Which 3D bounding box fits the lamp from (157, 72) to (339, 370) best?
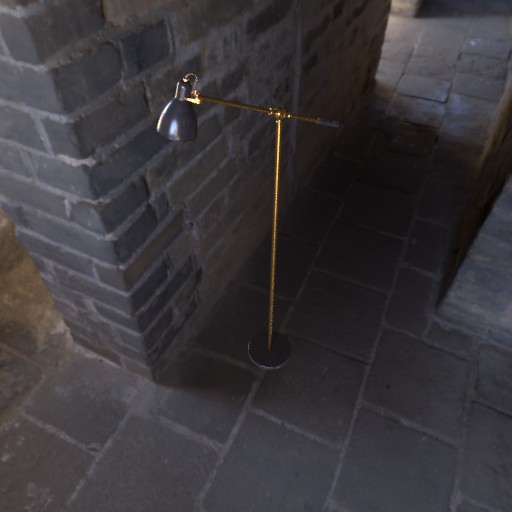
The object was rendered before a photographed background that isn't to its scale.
[{"bbox_3d":[0.000,0.000,1.851,0.618,1.628,0.235,-17,50,-15],"label":"lamp"}]
